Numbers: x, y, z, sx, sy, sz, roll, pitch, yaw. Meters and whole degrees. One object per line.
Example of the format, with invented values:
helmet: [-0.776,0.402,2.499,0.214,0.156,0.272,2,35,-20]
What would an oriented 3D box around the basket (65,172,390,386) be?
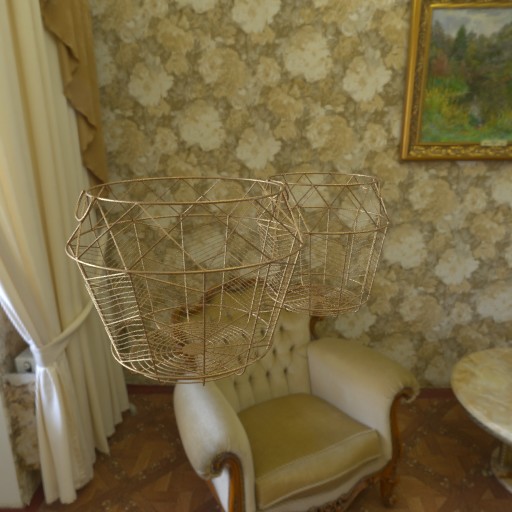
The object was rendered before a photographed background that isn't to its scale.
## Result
basket: [0.000,0.000,1.002,0.805,0.343,0.451,-15,22,-42]
